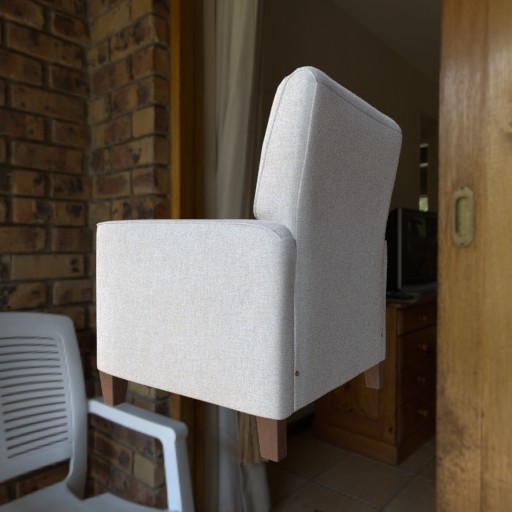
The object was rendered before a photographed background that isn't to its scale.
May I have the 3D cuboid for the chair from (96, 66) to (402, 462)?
[{"bbox_3d":[0.000,0.000,1.612,0.859,1.023,0.845,1,2,36],"label":"chair"}]
